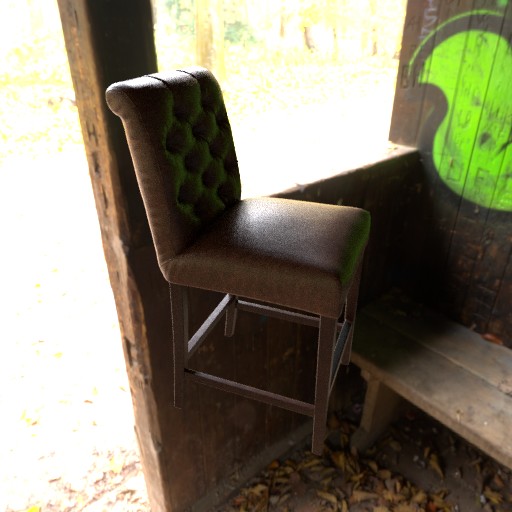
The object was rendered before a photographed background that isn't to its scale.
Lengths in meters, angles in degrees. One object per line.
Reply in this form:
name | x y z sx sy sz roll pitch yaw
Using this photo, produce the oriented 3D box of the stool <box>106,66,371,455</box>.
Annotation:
stool | 0.000 0.000 1.436 0.660 1.084 0.486 11 31 19
